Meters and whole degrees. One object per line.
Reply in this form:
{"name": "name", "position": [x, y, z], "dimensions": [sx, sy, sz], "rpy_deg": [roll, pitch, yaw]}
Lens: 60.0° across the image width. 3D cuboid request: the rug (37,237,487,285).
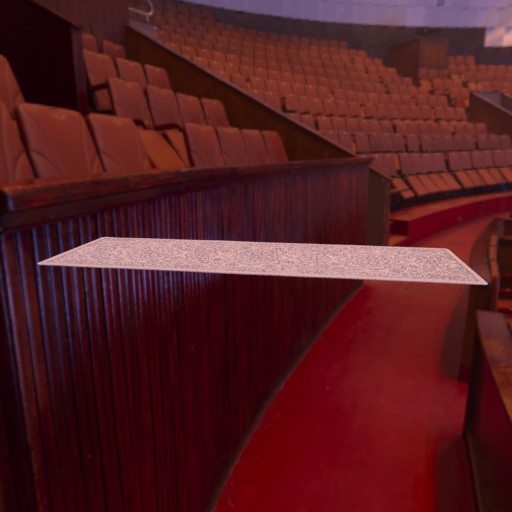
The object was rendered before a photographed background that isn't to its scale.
{"name": "rug", "position": [0.000, 0.000, 2.733], "dimensions": [2.431, 0.006, 0.806], "rpy_deg": [2, 14, 9]}
